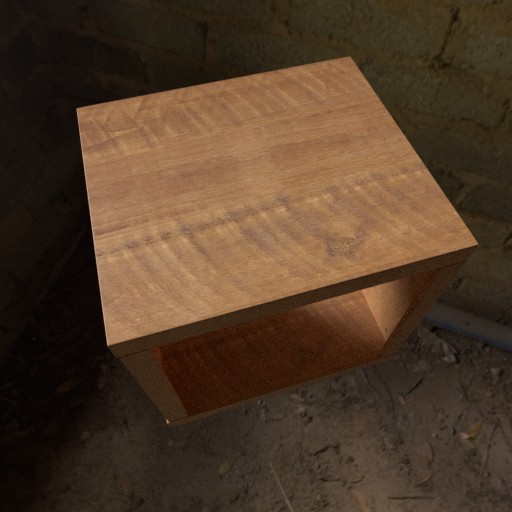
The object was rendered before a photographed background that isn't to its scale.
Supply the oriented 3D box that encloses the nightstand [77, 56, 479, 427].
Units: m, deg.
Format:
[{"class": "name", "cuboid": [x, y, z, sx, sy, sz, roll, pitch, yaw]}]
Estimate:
[{"class": "nightstand", "cuboid": [0.000, 0.000, 0.869, 0.493, 0.491, 0.436, -14, 59, -9]}]
